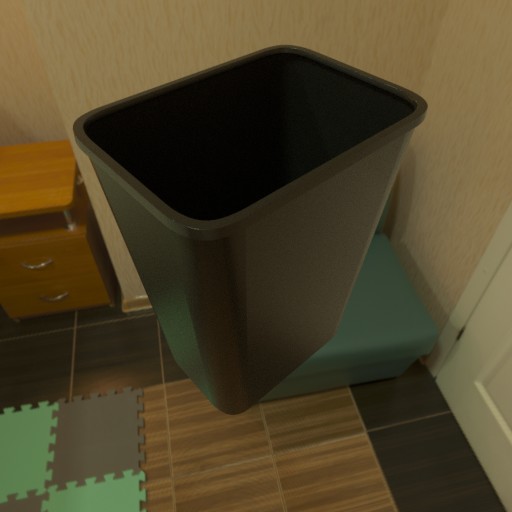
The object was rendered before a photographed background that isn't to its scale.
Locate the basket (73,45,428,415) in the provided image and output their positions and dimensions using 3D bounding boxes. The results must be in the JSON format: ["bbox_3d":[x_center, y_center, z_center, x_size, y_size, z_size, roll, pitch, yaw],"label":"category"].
[{"bbox_3d":[0.000,0.000,0.743,0.394,0.521,0.287,-33,54,-27],"label":"basket"}]
